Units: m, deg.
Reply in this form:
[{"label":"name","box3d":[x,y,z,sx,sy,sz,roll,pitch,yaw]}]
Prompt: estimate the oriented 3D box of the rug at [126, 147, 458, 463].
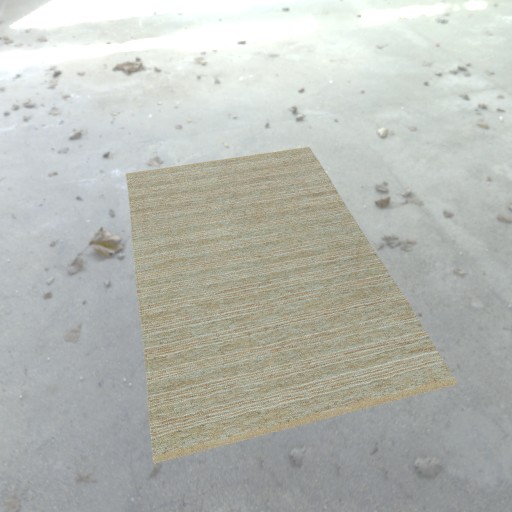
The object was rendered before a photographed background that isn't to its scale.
[{"label":"rug","box3d":[0.000,0.000,2.314,1.240,0.010,1.824,-11,47,-10]}]
